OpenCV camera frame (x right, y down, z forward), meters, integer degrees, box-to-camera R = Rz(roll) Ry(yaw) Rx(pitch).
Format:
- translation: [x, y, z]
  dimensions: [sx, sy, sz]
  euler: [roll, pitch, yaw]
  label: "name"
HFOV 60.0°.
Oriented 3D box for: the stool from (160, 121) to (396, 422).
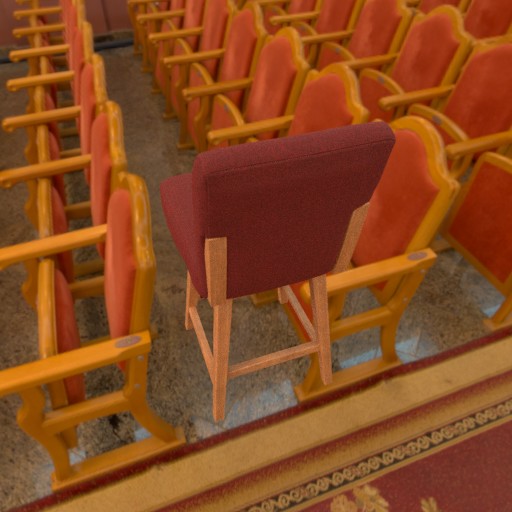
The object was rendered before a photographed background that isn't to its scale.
- translation: [0.000, 0.000, 1.359]
  dimensions: [0.468, 1.038, 0.562]
  euler: [-14, 44, -15]
  label: "stool"
